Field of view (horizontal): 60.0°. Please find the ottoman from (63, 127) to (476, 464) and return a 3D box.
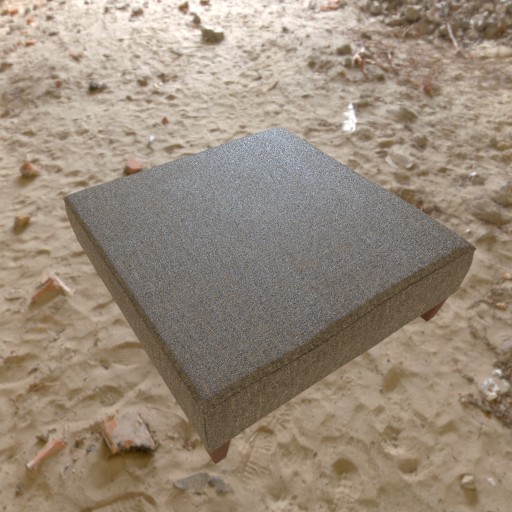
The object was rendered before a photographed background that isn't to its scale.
[{"bbox_3d":[0.000,0.000,1.546,0.981,0.379,1.016,-25,47,-25],"label":"ottoman"}]
